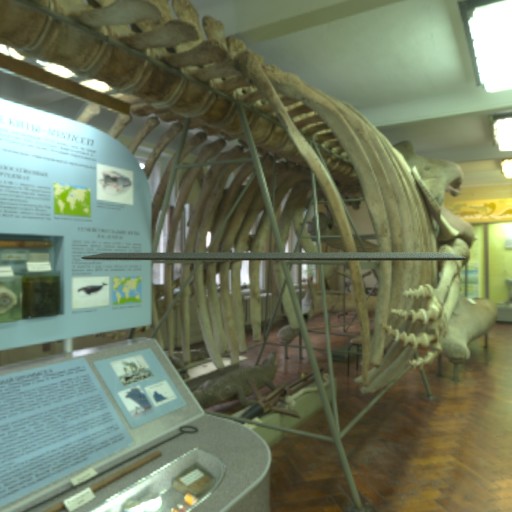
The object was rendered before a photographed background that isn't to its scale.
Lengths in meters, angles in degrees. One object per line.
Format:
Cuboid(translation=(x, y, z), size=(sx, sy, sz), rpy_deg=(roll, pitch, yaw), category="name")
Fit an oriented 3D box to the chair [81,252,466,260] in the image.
Cuboid(translation=(0.000, 0.000, 1.917), size=(1.219, 0.024, 1.372), rpy_deg=(0, 0, 0), category="chair")
